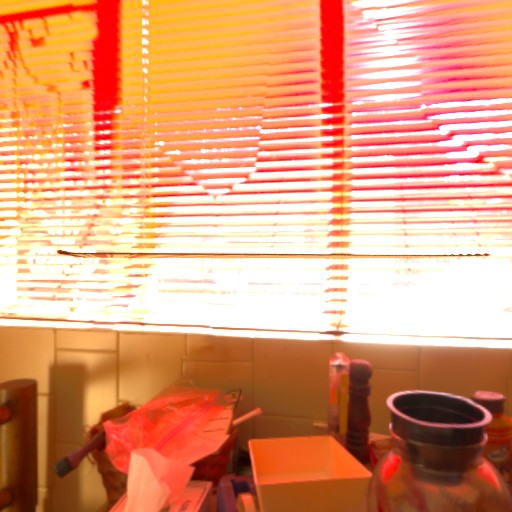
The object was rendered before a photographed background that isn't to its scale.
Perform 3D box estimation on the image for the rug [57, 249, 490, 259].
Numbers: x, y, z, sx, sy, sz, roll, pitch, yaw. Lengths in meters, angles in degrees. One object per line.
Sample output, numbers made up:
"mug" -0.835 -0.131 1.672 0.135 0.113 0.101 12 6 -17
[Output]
"rug" 0.000 0.000 4.382 3.369 0.035 2.451 0 -1 -17
